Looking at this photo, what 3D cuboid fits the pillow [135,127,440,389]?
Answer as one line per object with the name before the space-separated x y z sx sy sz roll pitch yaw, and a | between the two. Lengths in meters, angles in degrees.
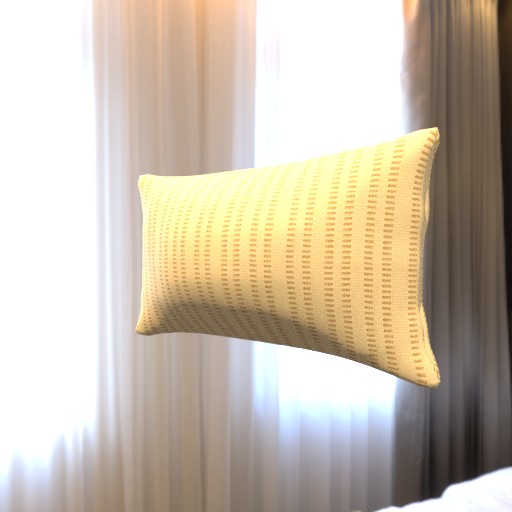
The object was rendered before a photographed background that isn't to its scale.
pillow | 0.000 0.000 0.795 0.640 0.353 0.210 0 1 37
